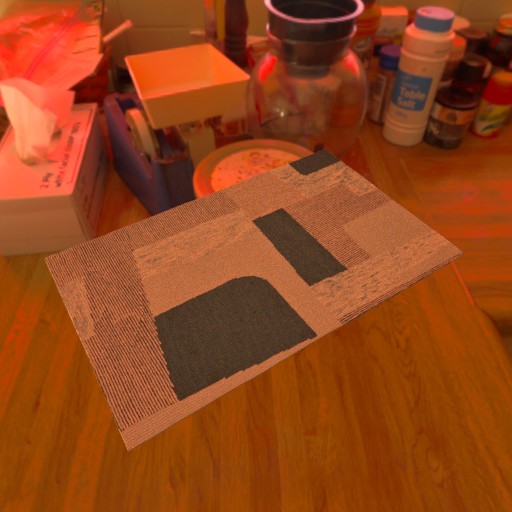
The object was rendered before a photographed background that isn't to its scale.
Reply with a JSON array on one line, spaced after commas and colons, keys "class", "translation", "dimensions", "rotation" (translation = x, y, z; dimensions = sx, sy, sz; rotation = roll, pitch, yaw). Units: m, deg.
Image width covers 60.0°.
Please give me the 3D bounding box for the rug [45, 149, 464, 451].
[{"class": "rug", "translation": [0.000, 0.000, 3.024], "dimensions": [2.436, 0.015, 1.521], "rotation": [-25, 52, -22]}]
